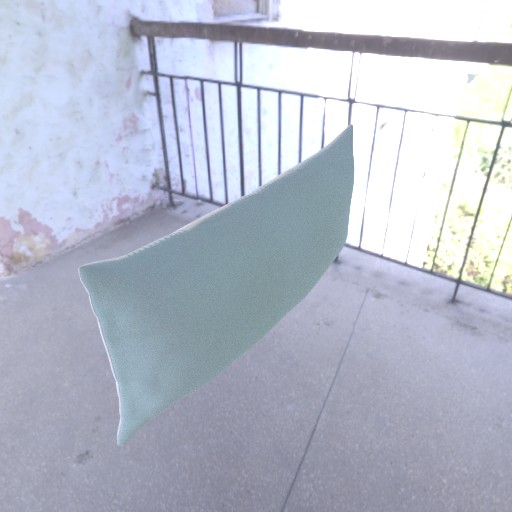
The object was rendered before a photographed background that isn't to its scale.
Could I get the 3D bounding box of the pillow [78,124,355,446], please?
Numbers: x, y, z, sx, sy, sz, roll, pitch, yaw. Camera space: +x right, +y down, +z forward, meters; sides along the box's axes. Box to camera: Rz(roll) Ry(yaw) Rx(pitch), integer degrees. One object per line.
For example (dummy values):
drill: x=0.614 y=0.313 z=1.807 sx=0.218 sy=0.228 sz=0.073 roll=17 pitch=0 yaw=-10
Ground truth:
pillow: x=0.000 y=0.000 z=0.713 sx=0.151 sy=0.287 sz=0.610 roll=21 pitch=38 yaw=30
